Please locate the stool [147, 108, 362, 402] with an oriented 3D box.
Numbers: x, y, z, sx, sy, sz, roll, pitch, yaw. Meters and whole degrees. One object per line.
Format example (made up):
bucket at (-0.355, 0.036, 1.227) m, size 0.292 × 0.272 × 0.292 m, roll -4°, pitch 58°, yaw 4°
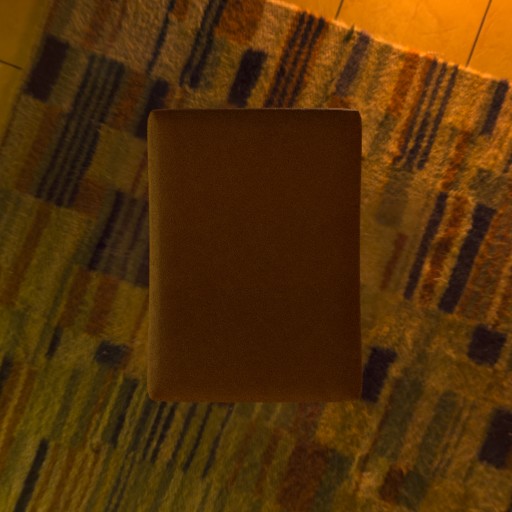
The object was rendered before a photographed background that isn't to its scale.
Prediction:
stool at (0.000, 0.000, 1.063) m, size 0.361 × 0.759 × 0.500 m, roll 0°, pitch 90°, yaw 0°
